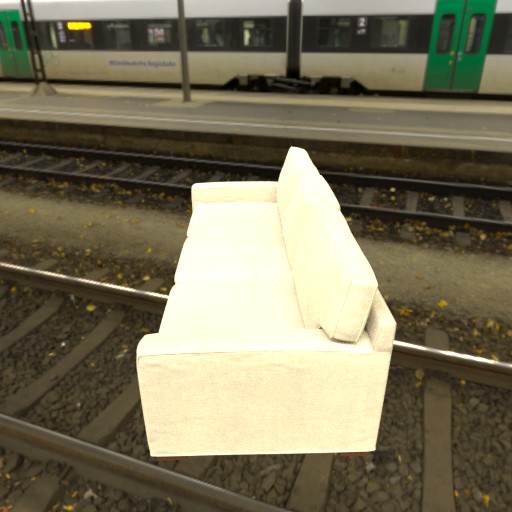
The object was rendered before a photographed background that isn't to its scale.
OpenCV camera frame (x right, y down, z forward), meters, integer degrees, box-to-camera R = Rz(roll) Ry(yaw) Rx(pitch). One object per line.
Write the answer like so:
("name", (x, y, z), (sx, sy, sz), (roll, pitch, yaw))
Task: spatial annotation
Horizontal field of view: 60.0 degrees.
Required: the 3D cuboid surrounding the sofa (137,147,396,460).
("sofa", (0.000, 0.000, 2.571), (0.936, 0.862, 2.093), (-1, 26, -1))
